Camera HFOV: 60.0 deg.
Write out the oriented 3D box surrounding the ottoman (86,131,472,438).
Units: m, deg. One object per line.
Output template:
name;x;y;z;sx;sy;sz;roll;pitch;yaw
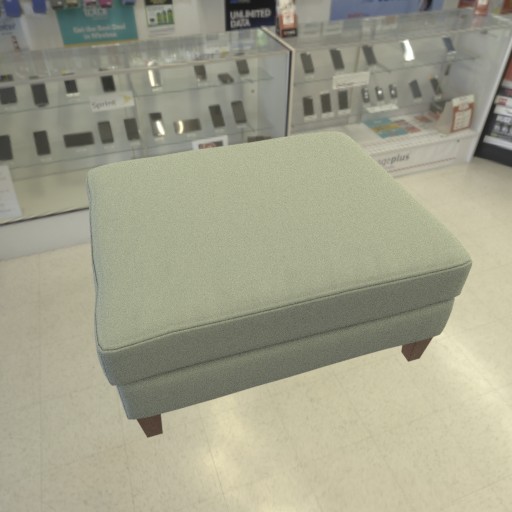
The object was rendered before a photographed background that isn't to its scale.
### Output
ottoman;0.000;0.000;1.478;0.991;0.494;0.842;-12;43;-13
